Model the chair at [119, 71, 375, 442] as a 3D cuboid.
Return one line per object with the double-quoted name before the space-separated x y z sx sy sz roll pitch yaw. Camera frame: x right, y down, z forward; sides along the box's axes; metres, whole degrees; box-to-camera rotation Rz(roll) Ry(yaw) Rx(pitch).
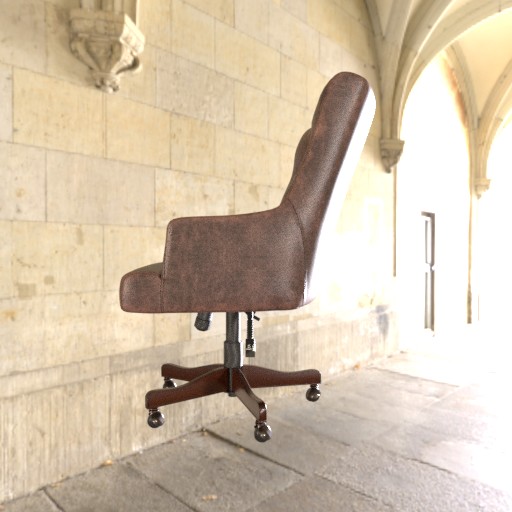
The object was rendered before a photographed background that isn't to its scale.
"chair" 0.000 0.000 1.511 0.762 1.035 0.641 0 1 -1
